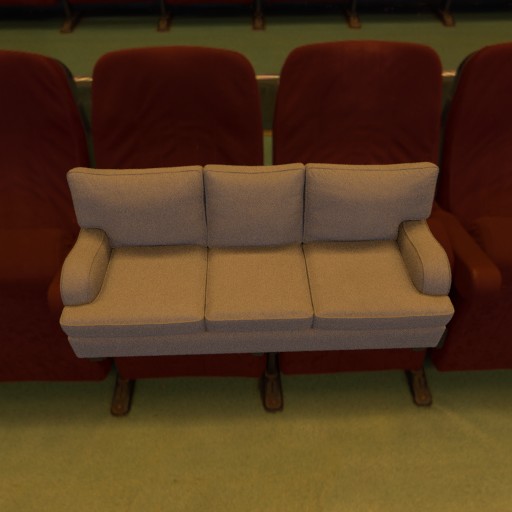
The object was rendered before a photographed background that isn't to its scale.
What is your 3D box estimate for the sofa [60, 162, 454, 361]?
[{"bbox_3d":[0.000,0.000,2.874,2.323,0.991,1.016,-1,46,-1],"label":"sofa"}]
